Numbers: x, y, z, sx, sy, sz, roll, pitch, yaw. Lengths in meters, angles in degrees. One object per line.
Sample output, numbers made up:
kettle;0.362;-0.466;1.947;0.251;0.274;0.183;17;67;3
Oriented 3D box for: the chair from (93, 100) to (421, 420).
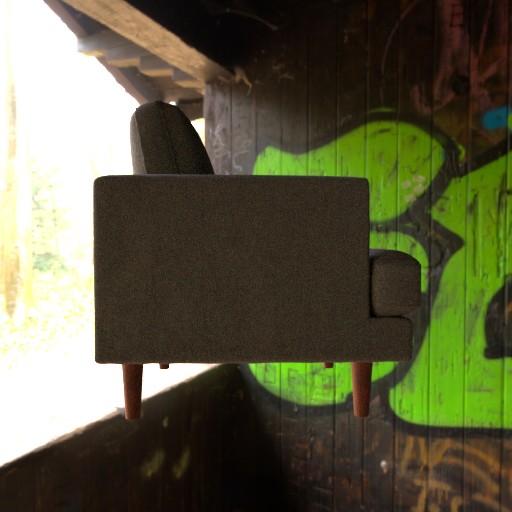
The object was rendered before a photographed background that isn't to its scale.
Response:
chair;0.000;0.000;1.600;0.899;0.957;0.858;0;1;-2
